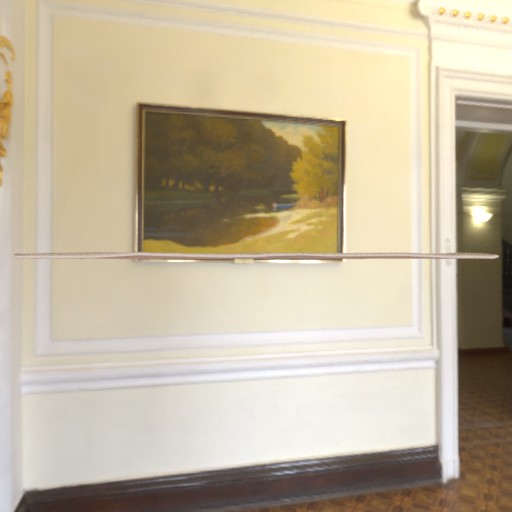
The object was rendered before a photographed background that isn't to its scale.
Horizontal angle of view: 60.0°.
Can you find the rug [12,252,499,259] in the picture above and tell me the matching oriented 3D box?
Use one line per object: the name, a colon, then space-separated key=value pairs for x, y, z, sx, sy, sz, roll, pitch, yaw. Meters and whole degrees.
rug: x=0.000 y=0.000 z=2.569 sx=2.381 sy=0.036 sz=0.831 roll=0 pitch=-1 yaw=-1
